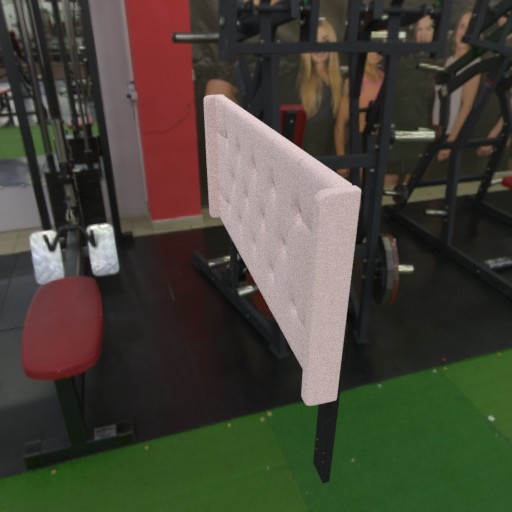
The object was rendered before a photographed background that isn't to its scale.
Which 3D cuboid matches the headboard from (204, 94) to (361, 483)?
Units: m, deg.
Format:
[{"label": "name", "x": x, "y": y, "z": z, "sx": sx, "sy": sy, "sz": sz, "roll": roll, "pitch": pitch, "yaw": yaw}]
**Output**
[{"label": "headboard", "x": 0.000, "y": 0.000, "z": 2.616, "sx": 0.184, "sy": 1.524, "sz": 2.051, "roll": -8, "pitch": 29, "yaw": -14}]
